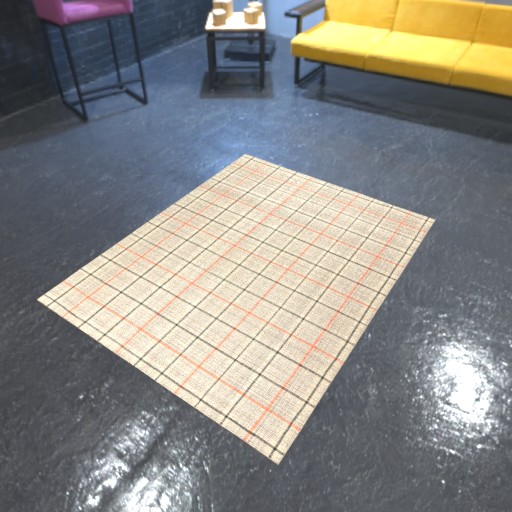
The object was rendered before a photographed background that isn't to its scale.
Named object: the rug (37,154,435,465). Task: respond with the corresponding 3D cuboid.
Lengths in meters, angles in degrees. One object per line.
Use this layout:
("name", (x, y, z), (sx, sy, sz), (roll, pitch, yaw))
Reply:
("rug", (0.000, 0.000, 4.197), (2.444, 0.012, 3.048), (25, 47, 25))
